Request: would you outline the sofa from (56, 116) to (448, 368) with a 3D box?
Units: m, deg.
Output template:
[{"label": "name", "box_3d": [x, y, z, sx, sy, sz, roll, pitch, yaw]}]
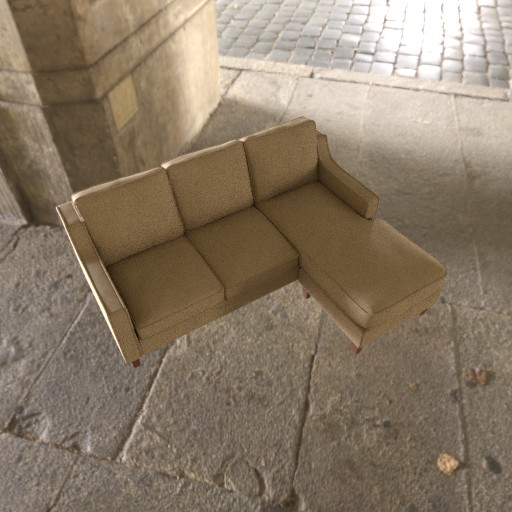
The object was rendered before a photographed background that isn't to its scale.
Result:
[{"label": "sofa", "box_3d": [0.000, 0.000, 3.370, 2.317, 1.066, 1.858, -24, 51, -21]}]
